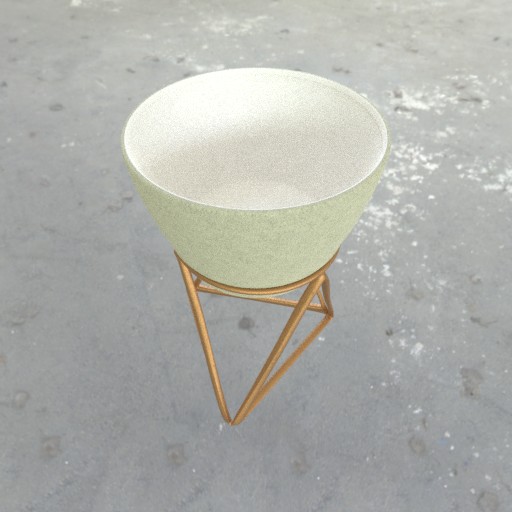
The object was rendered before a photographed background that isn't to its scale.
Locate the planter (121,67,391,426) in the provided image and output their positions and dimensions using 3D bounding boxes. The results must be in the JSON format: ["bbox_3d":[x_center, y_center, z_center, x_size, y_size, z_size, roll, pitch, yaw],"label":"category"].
[{"bbox_3d":[0.000,0.000,0.767,0.350,0.504,0.350,-14,49,-13],"label":"planter"}]
